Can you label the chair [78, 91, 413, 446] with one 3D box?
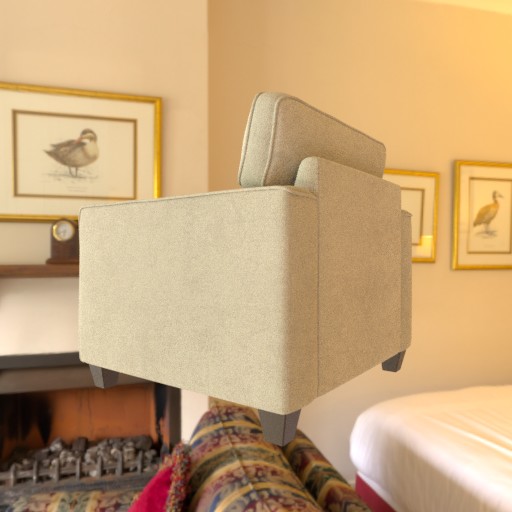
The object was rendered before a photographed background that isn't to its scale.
[{"bbox_3d":[0.000,0.000,1.751,0.939,0.965,1.015,1,1,36],"label":"chair"}]
